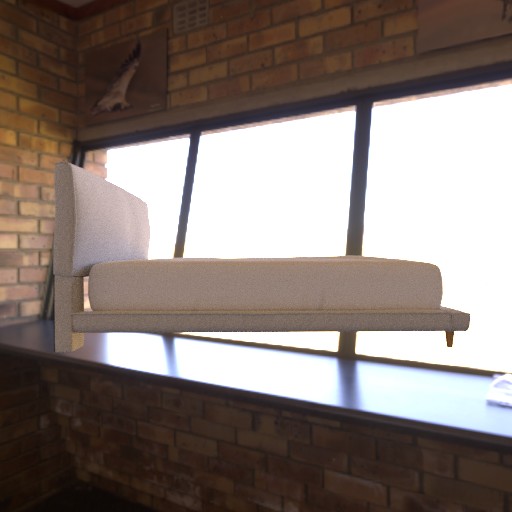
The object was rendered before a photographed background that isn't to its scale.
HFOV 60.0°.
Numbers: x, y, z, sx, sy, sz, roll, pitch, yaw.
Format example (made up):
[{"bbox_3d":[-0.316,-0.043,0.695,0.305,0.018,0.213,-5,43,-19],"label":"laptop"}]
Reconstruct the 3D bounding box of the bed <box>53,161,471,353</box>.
[{"bbox_3d":[0.000,0.000,3.562,2.498,1.126,1.980,0,0,-1],"label":"bed"}]
